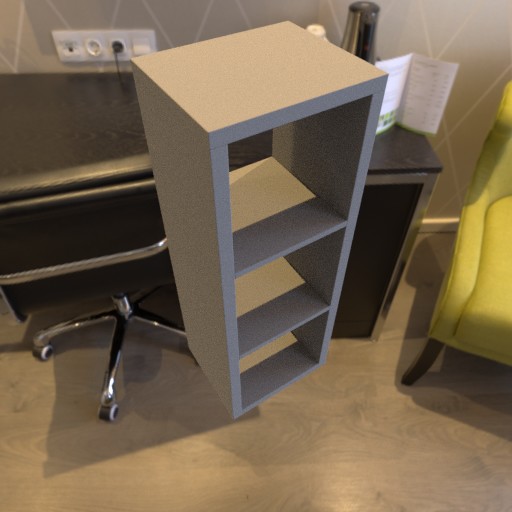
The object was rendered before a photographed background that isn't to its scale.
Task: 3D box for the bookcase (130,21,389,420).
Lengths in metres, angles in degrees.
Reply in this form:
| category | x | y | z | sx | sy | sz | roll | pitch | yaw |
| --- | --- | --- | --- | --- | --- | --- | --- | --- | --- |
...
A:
| category | x | y | z | sx | sy | sz | roll | pitch | yaw |
| --- | --- | --- | --- | --- | --- | --- | --- | --- | --- |
| bookcase | 0.000 | 0.000 | 1.257 | 0.390 | 1.080 | 0.330 | -25 | 51 | -22 |
